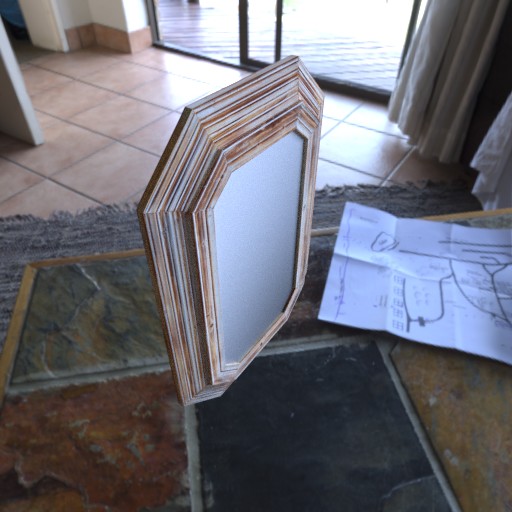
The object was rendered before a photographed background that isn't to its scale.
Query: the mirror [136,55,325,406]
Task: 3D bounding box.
[{"bbox_3d":[0.000,0.000,1.295,0.061,1.015,0.709,25,47,26],"label":"mirror"}]
